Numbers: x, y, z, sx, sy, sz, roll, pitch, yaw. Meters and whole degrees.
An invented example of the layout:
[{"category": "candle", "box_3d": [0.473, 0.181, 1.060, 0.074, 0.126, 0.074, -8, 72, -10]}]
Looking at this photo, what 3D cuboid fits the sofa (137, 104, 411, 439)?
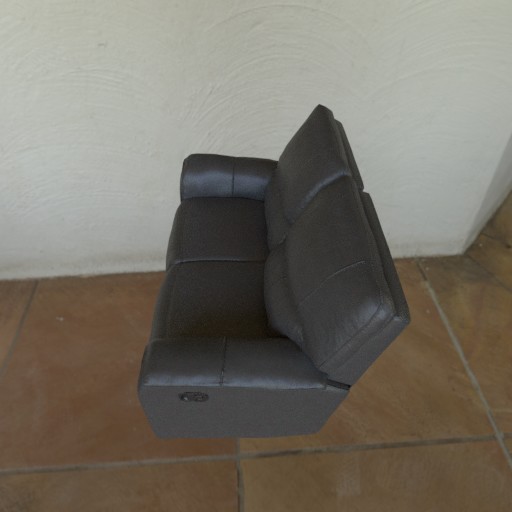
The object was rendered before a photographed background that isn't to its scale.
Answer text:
[{"category": "sofa", "box_3d": [0.000, 0.000, 2.455, 1.104, 1.111, 1.765, 0, 43, -1]}]
